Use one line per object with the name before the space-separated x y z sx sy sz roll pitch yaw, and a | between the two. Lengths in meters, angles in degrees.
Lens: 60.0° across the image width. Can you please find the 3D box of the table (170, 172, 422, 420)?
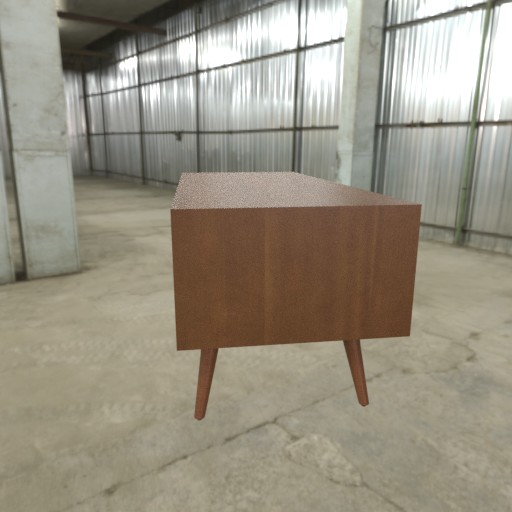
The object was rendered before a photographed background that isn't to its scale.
table | 0.000 0.000 1.419 0.490 0.464 1.119 -2 14 -8
